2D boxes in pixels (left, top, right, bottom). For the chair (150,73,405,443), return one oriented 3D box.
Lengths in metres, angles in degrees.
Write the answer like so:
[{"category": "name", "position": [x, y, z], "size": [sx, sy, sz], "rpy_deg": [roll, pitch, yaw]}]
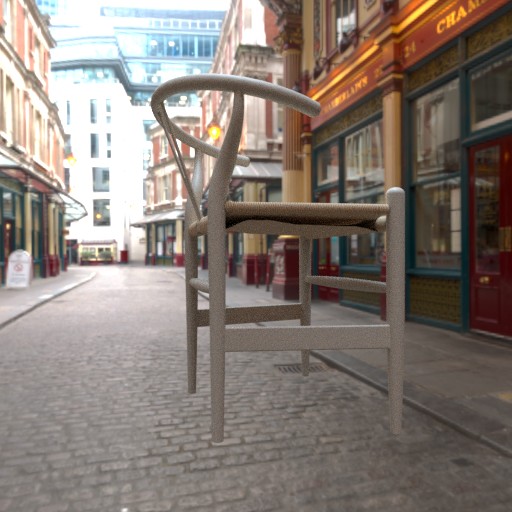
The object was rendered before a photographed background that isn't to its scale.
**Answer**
[{"category": "chair", "position": [0.000, 0.000, 1.078], "size": [0.500, 0.736, 0.533], "rpy_deg": [0, 0, -17]}]
